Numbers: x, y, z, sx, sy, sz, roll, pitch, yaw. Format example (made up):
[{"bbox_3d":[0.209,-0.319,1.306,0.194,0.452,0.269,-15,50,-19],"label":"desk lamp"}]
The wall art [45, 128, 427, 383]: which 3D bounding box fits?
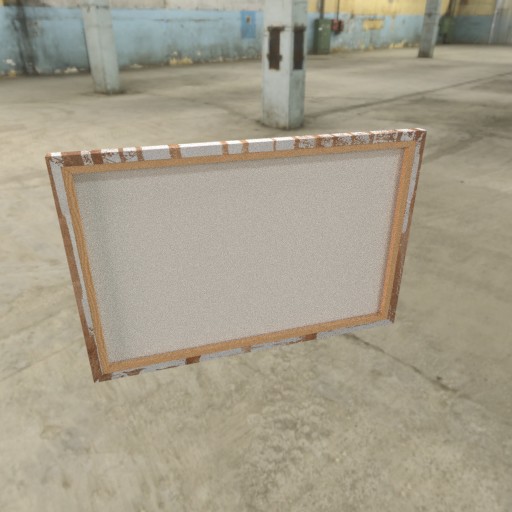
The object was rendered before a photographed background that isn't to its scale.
[{"bbox_3d":[0.000,0.000,1.179,0.914,0.609,0.035,-8,28,-15],"label":"wall art"}]
